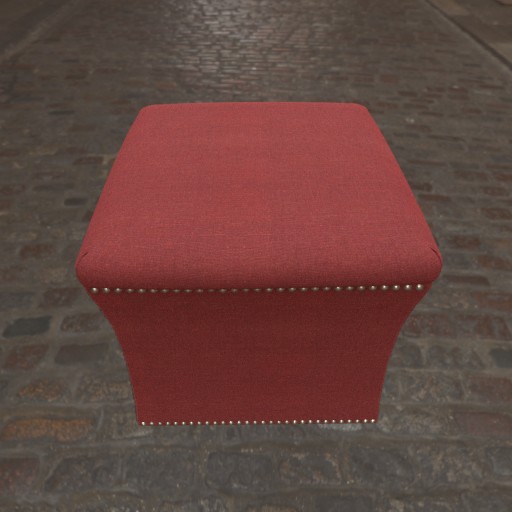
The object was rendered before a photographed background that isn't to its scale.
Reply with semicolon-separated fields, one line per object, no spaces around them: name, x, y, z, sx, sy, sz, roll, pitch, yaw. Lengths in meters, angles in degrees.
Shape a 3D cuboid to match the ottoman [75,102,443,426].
ottoman;0.000;0.000;0.877;0.497;0.475;0.507;0;42;-1
